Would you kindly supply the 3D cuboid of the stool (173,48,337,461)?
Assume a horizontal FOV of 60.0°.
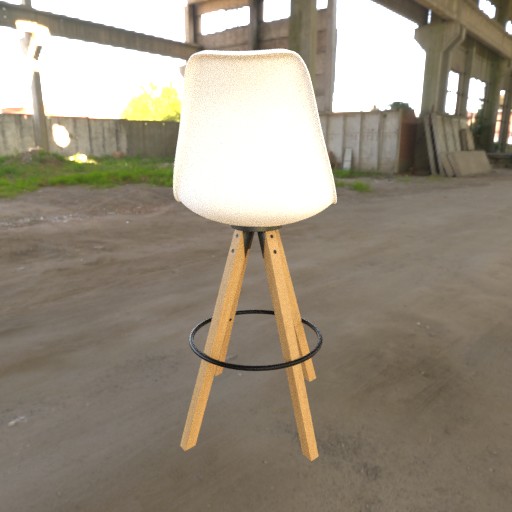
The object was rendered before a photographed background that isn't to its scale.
[{"bbox_3d":[0.000,0.000,1.403,0.482,1.115,0.549,2,15,6],"label":"stool"}]
